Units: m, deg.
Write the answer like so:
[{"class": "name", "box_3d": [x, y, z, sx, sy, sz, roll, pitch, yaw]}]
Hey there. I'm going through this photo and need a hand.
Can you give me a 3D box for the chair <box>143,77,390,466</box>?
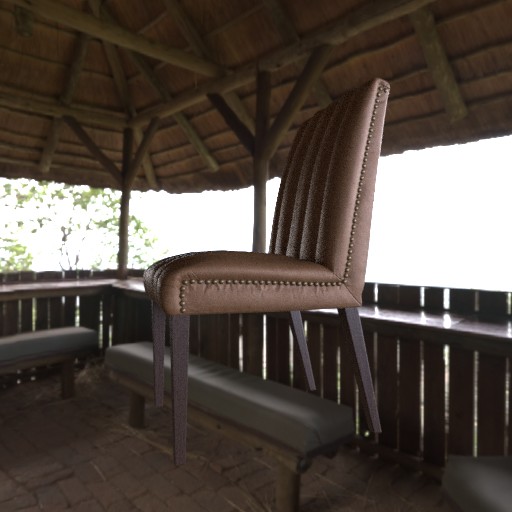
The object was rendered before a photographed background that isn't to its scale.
[{"class": "chair", "box_3d": [0.000, 0.000, 1.373, 0.647, 1.016, 0.511, 0, 1, -19]}]
